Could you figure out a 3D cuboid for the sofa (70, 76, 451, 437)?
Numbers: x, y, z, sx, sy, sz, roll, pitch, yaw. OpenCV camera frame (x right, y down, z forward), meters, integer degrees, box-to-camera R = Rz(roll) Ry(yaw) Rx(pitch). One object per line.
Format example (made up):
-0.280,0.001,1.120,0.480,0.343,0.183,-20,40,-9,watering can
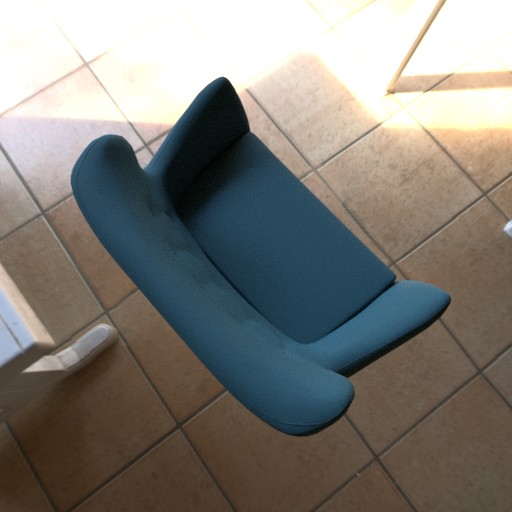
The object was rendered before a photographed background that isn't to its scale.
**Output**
0.000,0.000,1.954,0.889,0.889,1.397,-41,79,-9,sofa
